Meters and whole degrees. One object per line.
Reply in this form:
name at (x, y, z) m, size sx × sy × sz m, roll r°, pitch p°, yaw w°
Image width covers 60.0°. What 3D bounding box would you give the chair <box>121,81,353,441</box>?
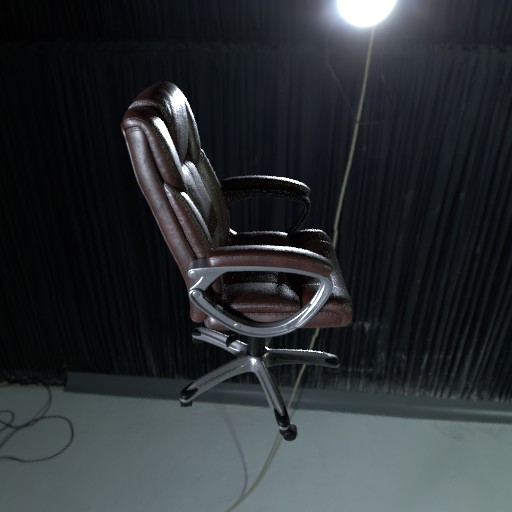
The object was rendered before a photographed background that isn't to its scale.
chair at (0.000, 0.000, 1.561) m, size 0.692 × 1.128 × 0.656 m, roll 0°, pitch 29°, yaw 0°
